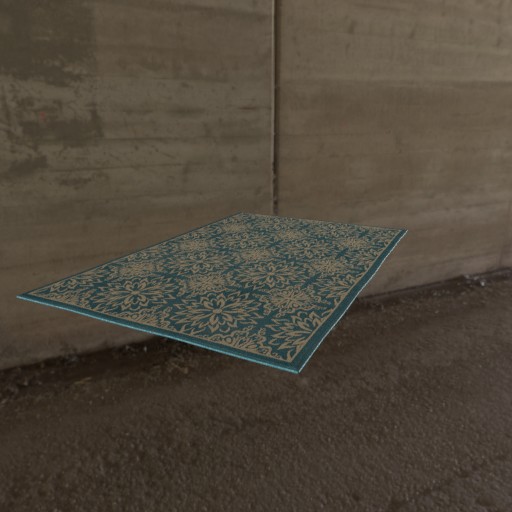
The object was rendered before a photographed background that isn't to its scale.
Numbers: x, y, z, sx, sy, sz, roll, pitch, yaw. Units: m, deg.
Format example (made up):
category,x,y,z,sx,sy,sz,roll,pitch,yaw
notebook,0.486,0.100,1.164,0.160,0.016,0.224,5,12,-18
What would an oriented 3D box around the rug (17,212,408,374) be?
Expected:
category,x,y,z,sx,sy,sz,roll,pitch,yaw
rug,0.000,0.000,2.282,1.211,0.012,1.833,9,19,26
